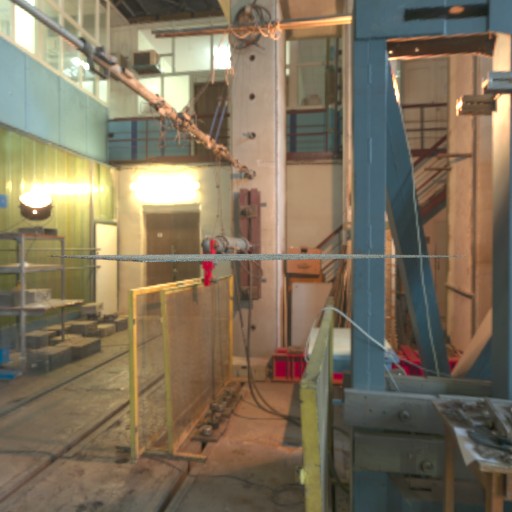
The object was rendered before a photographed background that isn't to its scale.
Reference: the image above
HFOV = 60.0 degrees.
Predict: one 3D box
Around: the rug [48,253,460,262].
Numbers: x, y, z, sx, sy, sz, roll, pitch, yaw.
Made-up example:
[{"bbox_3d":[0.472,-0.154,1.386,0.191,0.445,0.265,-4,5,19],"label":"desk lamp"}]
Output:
[{"bbox_3d":[0.000,0.000,4.204,3.221,0.011,2.379,-1,1,-36],"label":"rug"}]
